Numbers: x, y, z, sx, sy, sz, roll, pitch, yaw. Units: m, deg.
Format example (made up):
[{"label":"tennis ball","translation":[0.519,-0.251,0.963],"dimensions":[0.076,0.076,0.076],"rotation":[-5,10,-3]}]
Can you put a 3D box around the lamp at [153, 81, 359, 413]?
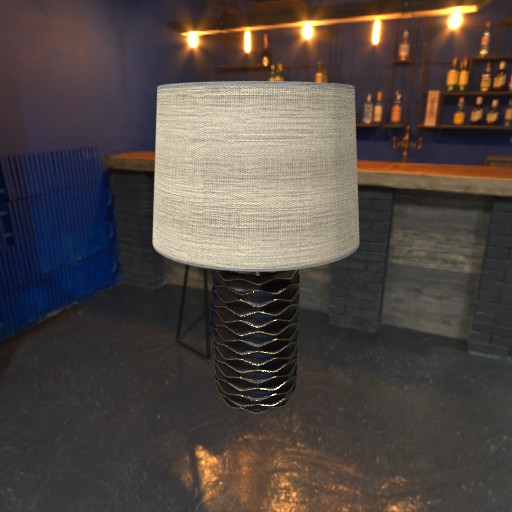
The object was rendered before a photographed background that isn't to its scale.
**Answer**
[{"label":"lamp","translation":[0.000,0.000,0.837],"dimensions":[0.376,0.594,0.376],"rotation":[0,18,0]}]
